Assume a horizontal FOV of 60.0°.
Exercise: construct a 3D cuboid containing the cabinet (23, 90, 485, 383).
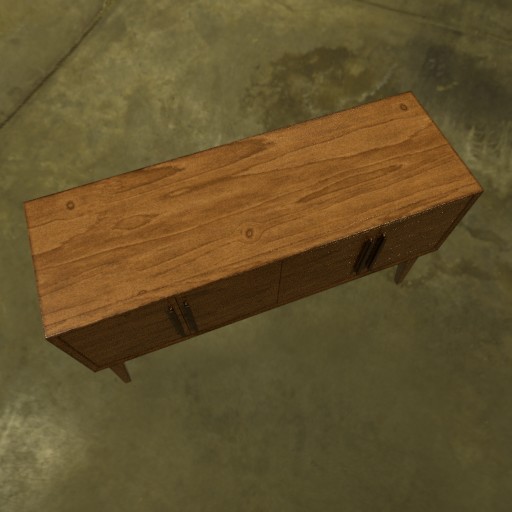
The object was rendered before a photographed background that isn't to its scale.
[{"bbox_3d":[0.000,0.000,1.737,1.363,0.802,0.477,-18,65,-9],"label":"cabinet"}]
